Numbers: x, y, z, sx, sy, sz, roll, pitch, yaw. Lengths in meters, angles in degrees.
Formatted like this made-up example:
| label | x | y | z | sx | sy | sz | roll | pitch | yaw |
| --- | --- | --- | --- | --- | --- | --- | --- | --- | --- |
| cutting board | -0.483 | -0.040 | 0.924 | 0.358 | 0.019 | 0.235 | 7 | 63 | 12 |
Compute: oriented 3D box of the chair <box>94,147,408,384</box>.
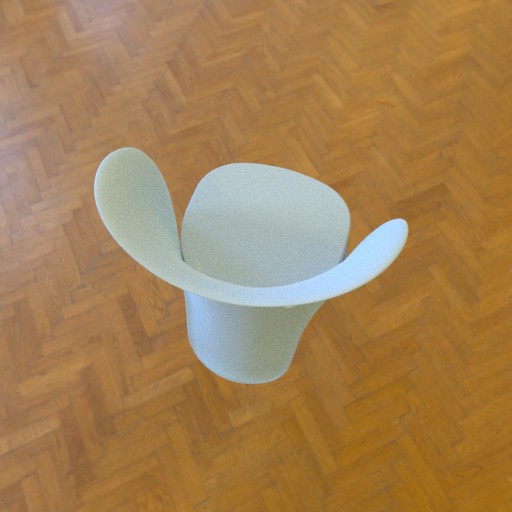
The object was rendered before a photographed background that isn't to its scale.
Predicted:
| label | x | y | z | sx | sy | sz | roll | pitch | yaw |
| --- | --- | --- | --- | --- | --- | --- | --- | --- | --- |
| chair | 0.000 | 0.000 | 0.860 | 0.451 | 0.554 | 0.402 | 16 | 64 | 8 |
